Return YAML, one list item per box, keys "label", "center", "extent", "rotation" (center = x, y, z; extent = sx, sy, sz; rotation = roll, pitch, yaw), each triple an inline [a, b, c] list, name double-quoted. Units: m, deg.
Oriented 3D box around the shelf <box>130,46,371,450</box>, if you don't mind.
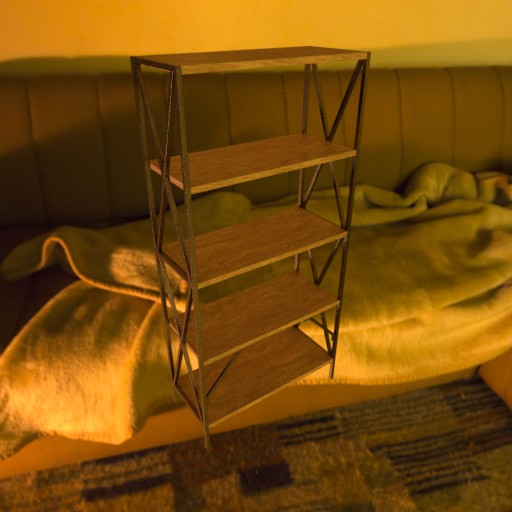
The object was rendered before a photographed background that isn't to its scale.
- label: "shelf"
  center: [0.000, 0.000, 2.167]
  extent: [0.874, 1.803, 0.386]
  rotation: [-19, 34, -30]
